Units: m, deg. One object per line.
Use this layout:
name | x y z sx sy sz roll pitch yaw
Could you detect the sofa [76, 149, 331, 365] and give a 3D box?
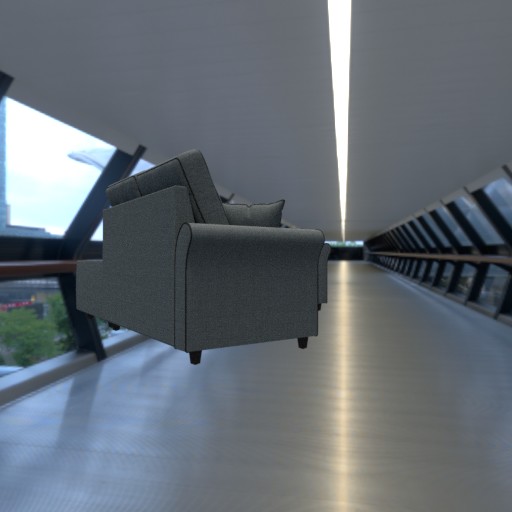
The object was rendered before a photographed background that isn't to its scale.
sofa | 0.000 0.000 3.268 2.070 0.988 2.068 0 -1 -34
